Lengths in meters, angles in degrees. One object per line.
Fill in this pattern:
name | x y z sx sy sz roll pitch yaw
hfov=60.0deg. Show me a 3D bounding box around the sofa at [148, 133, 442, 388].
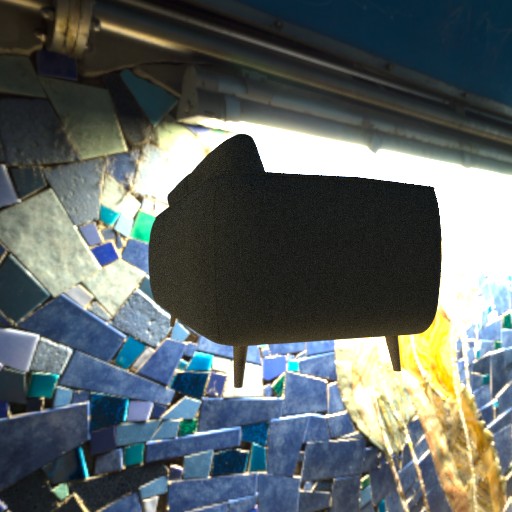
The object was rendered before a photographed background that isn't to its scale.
sofa | 0.000 0.000 2.216 0.920 0.870 1.700 0 0 -19
